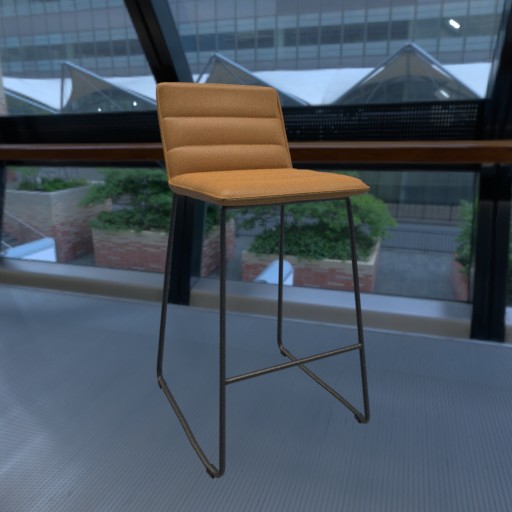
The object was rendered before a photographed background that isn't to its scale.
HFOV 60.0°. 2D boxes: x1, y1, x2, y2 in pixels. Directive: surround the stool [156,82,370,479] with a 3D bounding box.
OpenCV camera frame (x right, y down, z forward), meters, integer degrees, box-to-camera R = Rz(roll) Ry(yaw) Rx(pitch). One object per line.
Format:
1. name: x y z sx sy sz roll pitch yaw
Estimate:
1. stool: 0.000 0.000 1.236 0.489 0.936 0.524 -8 18 -26
